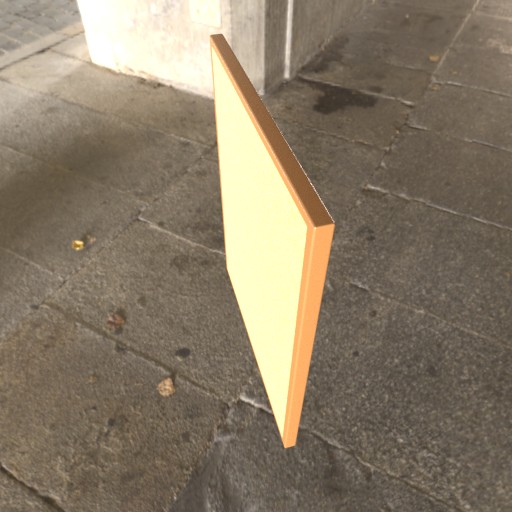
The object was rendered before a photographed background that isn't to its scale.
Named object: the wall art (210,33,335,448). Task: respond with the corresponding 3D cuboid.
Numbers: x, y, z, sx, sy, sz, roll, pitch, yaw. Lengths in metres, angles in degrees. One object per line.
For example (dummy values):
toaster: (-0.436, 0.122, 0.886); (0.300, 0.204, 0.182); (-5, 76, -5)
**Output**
wall art: (0.000, 0.000, 0.744); (0.021, 0.550, 0.449); (-12, 49, -11)
